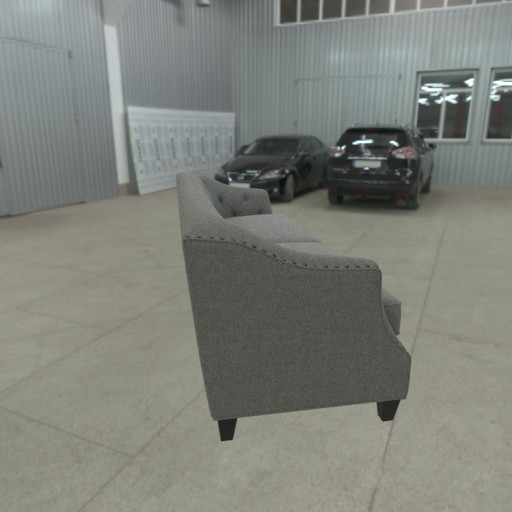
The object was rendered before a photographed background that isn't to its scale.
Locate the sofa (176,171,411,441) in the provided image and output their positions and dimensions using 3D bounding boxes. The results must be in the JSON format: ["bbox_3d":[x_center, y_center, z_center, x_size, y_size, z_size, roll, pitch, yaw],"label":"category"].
[{"bbox_3d":[0.000,0.000,2.730,0.914,0.901,2.235,-3,16,-10],"label":"sofa"}]
